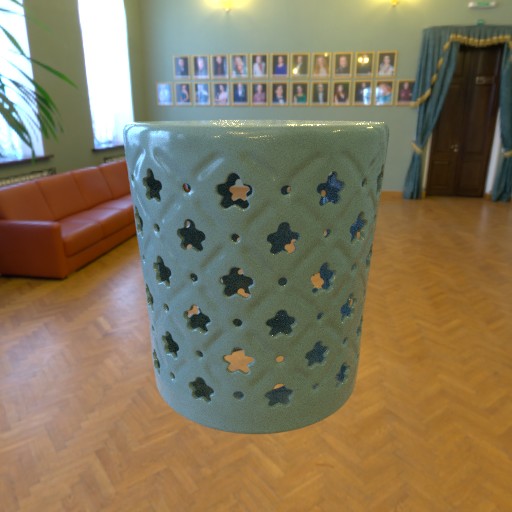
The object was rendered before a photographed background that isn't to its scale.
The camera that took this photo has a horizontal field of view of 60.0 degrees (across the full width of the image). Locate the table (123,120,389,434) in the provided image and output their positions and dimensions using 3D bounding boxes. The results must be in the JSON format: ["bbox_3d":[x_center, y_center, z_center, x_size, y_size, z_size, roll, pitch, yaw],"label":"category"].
[{"bbox_3d":[0.000,0.000,0.659,0.352,0.387,0.352,0,18,0],"label":"table"}]
